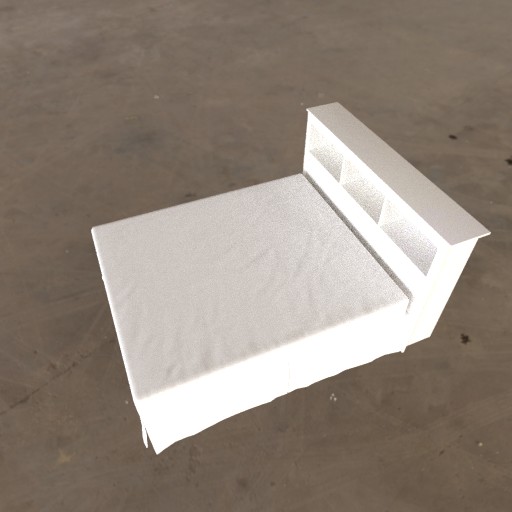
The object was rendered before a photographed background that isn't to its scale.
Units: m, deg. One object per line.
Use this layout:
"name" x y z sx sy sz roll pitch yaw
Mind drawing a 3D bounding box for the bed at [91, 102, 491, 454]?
"bed" 0.000 0.000 3.102 2.133 1.092 1.671 -17 48 -16
